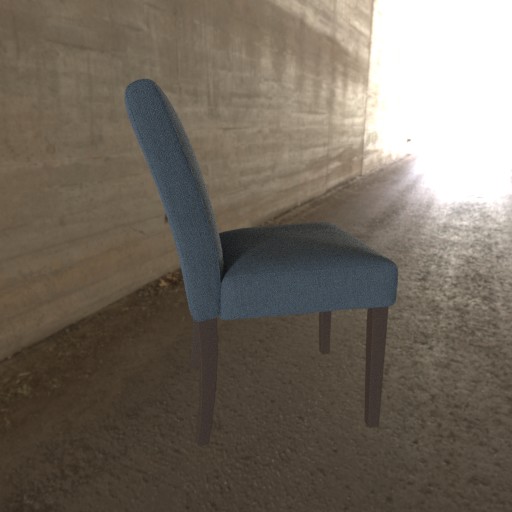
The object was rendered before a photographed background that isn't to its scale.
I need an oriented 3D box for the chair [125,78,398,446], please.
[{"bbox_3d":[0.000,0.000,1.240,0.629,0.882,0.487,-3,17,-10],"label":"chair"}]
